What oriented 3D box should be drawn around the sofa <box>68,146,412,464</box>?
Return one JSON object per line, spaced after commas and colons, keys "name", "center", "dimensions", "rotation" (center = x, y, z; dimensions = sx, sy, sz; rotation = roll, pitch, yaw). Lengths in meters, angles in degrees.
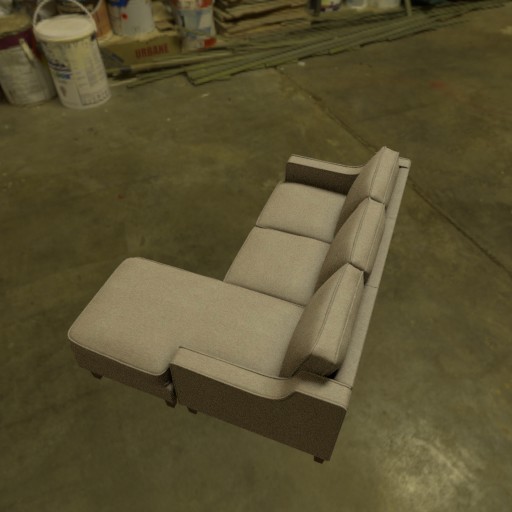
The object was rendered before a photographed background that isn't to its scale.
{"name": "sofa", "center": [0.000, 0.000, 3.372], "dimensions": [1.858, 1.081, 2.317], "rotation": [16, 48, 14]}
